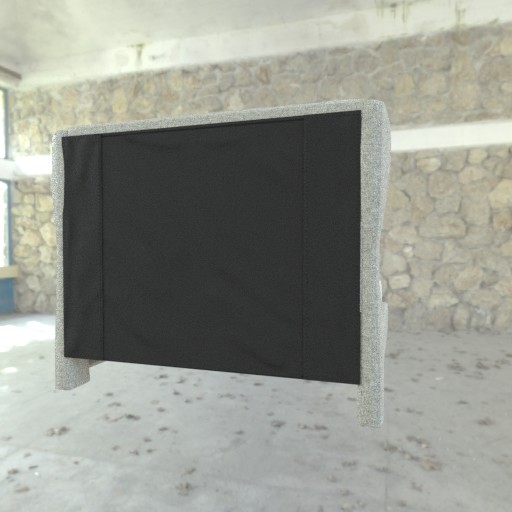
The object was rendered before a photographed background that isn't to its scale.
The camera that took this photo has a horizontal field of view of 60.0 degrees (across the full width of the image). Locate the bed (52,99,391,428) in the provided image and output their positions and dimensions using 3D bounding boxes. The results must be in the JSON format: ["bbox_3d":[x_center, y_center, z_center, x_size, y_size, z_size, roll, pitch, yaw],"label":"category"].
[{"bbox_3d":[0.000,0.000,3.776,2.219,1.771,2.347,0,2,18],"label":"bed"}]
